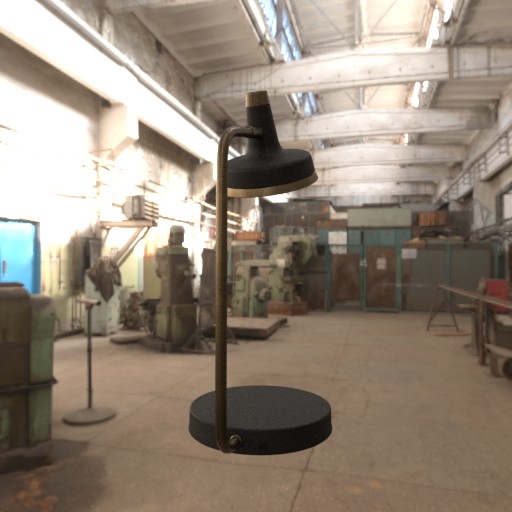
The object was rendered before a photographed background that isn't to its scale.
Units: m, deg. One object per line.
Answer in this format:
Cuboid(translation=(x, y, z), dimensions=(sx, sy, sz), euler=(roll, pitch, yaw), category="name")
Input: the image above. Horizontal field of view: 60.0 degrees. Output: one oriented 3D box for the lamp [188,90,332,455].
Cuboid(translation=(0.000, 0.000, 0.492), dimensions=(0.162, 0.385, 0.218), euler=(0, -1, 17), category="lamp")
